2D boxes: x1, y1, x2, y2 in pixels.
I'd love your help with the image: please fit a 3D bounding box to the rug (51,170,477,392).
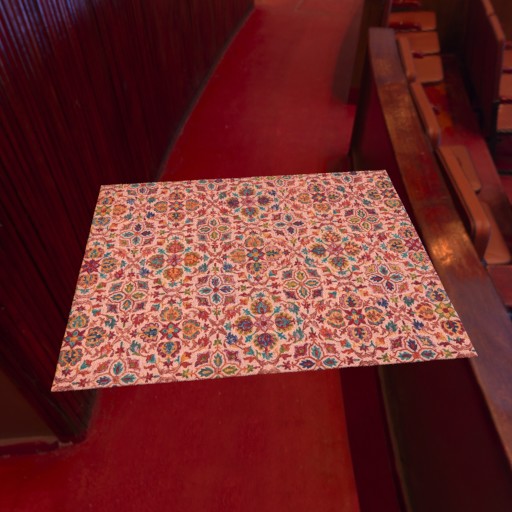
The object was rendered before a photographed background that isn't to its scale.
[{"bbox_3d":[0.000,0.000,4.156,3.215,0.020,2.446,-4,46,-4],"label":"rug"}]
